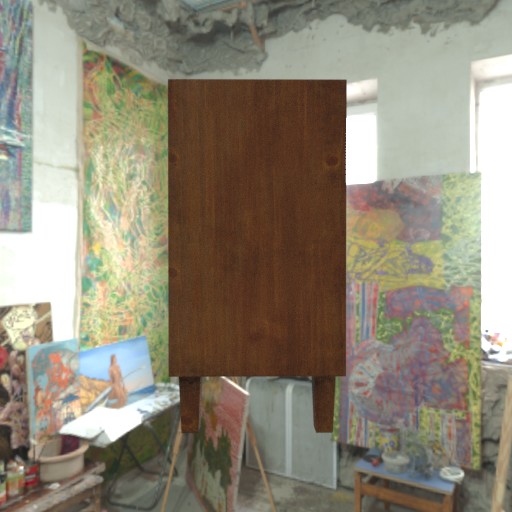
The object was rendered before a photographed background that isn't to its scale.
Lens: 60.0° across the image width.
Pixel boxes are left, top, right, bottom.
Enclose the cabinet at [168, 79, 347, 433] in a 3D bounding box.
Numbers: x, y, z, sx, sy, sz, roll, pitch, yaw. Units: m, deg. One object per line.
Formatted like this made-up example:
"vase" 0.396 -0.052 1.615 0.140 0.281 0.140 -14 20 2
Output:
"cabinet" 0.000 0.000 1.597 0.403 0.805 1.204 0 1 0
